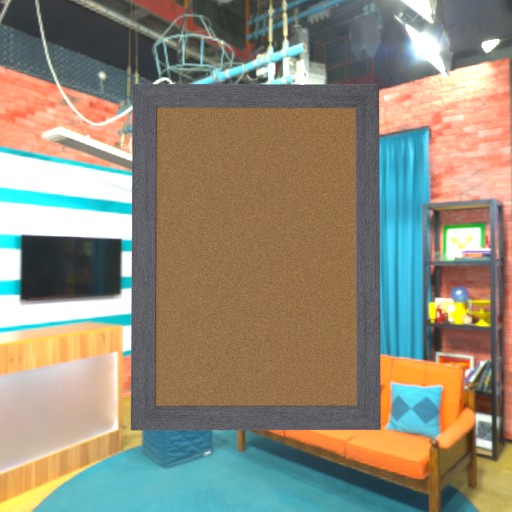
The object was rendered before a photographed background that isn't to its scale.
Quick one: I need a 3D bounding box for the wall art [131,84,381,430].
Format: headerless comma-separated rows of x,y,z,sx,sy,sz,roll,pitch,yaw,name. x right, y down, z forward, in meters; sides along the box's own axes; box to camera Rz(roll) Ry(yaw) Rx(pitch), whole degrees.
0.000,0.000,1.380,0.768,1.070,0.020,0,-1,0,wall art
